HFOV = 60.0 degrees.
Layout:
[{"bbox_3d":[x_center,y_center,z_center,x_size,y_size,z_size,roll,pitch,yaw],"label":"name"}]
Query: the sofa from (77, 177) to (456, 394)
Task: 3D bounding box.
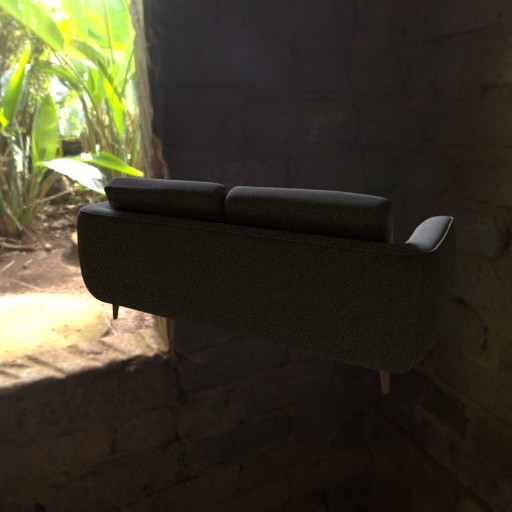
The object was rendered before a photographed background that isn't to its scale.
[{"bbox_3d":[0.000,0.000,2.480,2.000,0.870,0.920,9,19,27],"label":"sofa"}]
